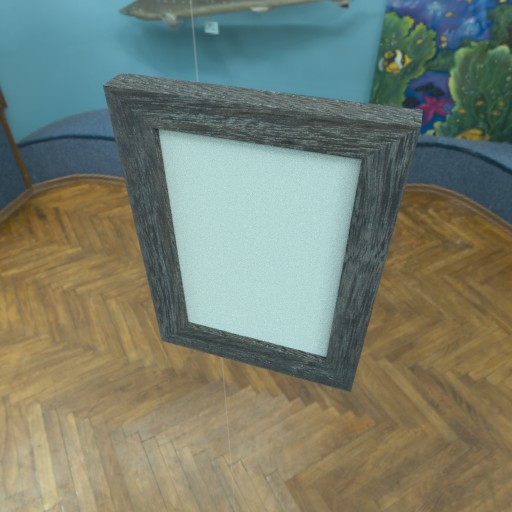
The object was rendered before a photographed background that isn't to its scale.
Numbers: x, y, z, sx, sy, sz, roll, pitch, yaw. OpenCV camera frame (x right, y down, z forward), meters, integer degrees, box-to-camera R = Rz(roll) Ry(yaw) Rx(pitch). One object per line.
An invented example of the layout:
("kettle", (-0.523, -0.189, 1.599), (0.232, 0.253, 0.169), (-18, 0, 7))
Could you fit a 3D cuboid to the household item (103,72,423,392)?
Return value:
("household item", (0.000, 0.000, 0.244), (0.133, 0.180, 0.020), (12, 43, 13))
